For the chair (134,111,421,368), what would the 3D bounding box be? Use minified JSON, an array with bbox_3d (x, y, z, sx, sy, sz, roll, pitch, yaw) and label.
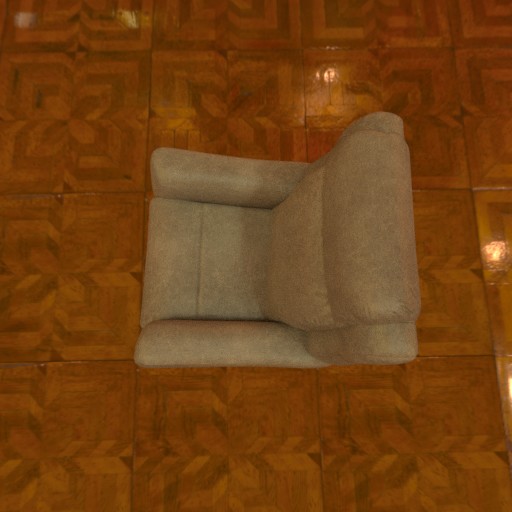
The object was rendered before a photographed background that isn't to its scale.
[{"bbox_3d":[0.000,0.000,1.934,1.068,1.116,0.965,1,76,0],"label":"chair"}]
